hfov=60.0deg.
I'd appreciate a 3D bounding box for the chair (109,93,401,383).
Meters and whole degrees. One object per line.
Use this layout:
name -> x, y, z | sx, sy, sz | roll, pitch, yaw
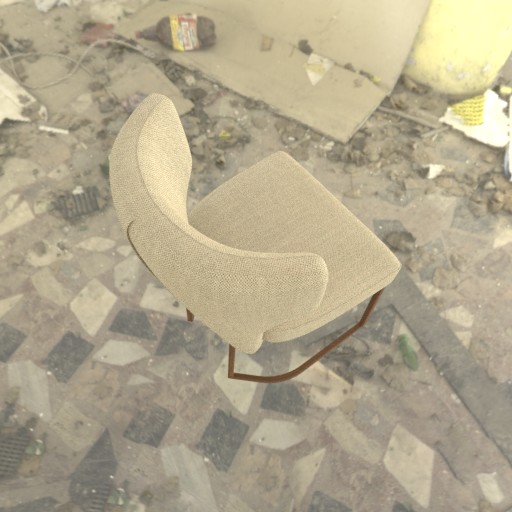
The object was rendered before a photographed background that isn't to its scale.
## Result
chair -> 0.000, 0.000, 1.250 | 0.617, 0.824, 0.611 | -32, 63, -18
